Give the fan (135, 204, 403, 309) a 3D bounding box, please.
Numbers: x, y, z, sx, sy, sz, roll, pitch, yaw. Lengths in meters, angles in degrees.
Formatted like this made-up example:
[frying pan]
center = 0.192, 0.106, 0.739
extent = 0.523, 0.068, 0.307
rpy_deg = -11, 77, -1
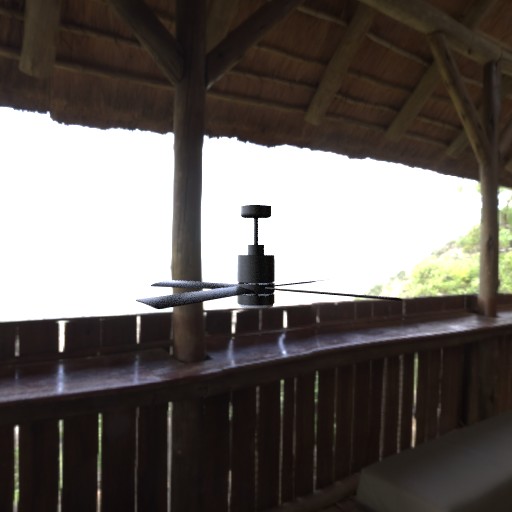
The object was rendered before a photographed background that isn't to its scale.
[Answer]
[fan]
center = 0.000, 0.000, 2.370
extent = 1.525, 0.534, 1.525
rpy_deg = 1, 1, 36
